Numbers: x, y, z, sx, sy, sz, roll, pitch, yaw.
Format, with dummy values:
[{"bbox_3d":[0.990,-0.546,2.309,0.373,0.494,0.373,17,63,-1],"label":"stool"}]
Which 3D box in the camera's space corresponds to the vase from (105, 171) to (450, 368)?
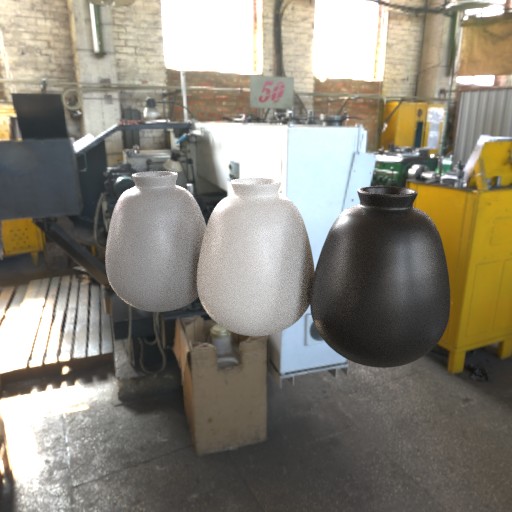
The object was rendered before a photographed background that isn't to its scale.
[{"bbox_3d":[0.000,0.000,0.362,0.297,0.122,0.097,9,19,26],"label":"vase"}]
